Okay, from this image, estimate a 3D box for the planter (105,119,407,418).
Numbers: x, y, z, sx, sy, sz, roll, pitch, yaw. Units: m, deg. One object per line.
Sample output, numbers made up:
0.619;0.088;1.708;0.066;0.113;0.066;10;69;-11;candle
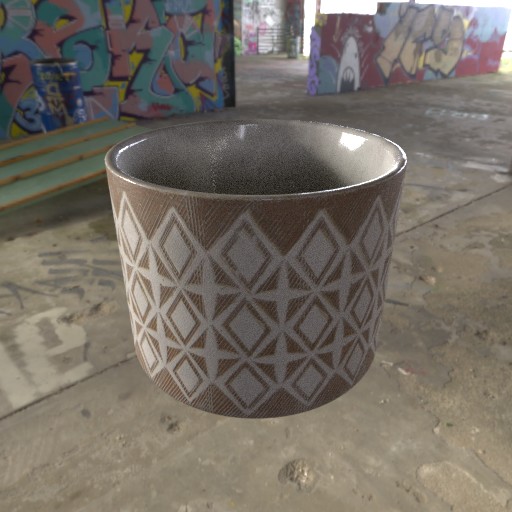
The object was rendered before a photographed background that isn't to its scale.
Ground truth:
0.000;0.000;0.333;0.193;0.165;0.193;0;28;0;planter
